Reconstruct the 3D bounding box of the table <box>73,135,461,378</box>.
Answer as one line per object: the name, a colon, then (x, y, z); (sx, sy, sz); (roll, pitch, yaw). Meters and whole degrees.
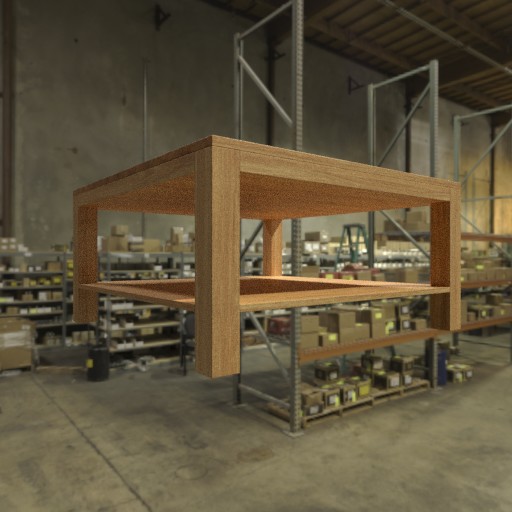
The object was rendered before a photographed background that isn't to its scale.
table: (0.000, 0.000, 1.448); (0.900, 0.450, 0.900); (0, 0, -38)
